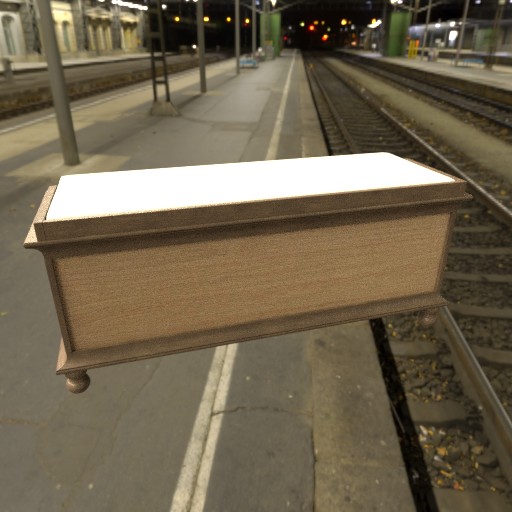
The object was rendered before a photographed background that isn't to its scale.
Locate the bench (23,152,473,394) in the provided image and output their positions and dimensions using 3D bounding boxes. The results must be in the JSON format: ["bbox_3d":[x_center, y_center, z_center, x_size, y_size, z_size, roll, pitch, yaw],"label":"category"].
[{"bbox_3d":[0.000,0.000,1.384,1.185,0.501,0.402,-7,27,-15],"label":"bench"}]
